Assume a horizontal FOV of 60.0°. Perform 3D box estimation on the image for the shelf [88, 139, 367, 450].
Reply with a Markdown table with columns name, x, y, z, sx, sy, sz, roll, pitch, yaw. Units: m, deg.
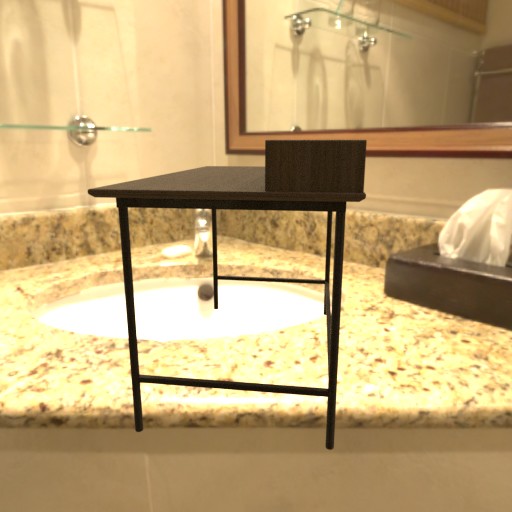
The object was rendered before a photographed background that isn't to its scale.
| name | x | y | z | sx | sy | sz | roll | pitch | yaw |
| --- | --- | --- | --- | --- | --- | --- | --- | --- | --- |
| shelf | 0.000 | 0.000 | 1.727 | 0.685 | 0.865 | 1.212 | 2 | 14 | 8 |
